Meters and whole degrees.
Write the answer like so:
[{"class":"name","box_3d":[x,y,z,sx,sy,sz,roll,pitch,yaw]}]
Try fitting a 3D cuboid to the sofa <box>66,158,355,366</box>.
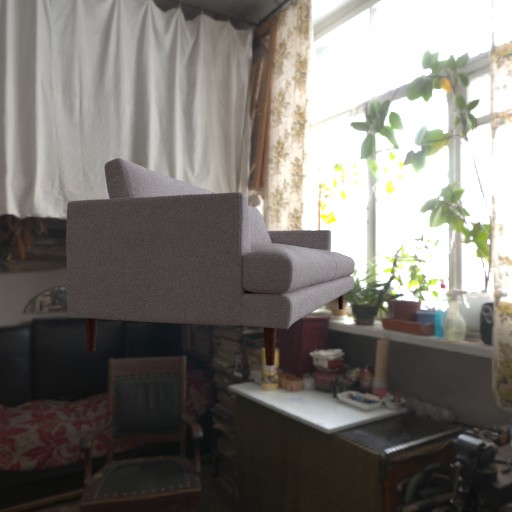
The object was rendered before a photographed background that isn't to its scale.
[{"class":"sofa","box_3d":[0.000,0.000,2.826,1.020,0.868,2.250,0,-1,18]}]
